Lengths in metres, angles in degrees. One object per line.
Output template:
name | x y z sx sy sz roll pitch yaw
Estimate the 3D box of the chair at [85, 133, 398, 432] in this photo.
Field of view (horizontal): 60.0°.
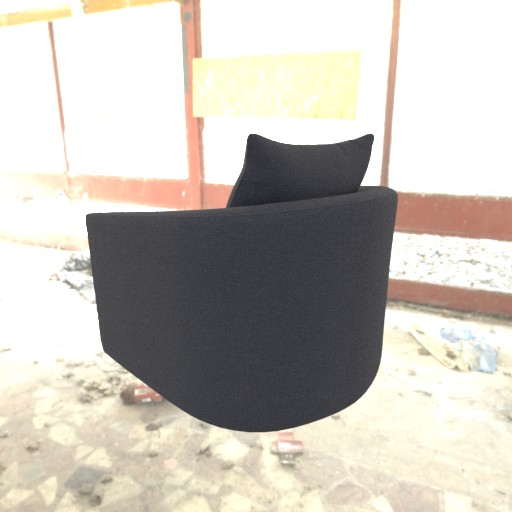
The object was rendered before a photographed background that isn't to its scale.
chair | 0.000 0.000 1.575 0.845 0.848 0.910 -15 22 -42
